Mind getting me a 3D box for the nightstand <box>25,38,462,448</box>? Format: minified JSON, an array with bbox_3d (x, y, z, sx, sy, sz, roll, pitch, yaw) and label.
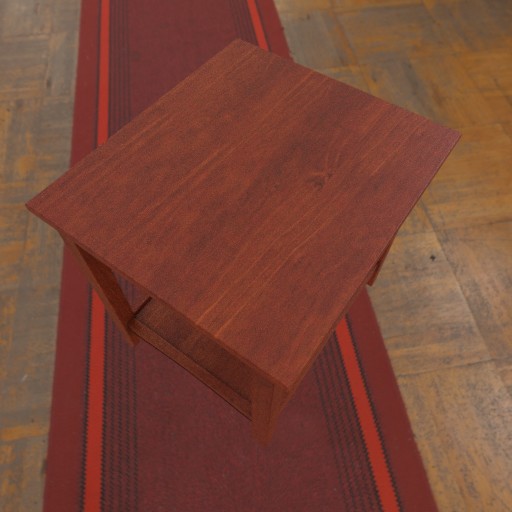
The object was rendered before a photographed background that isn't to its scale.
[{"bbox_3d":[0.000,0.000,0.977,0.501,0.558,0.558,31,63,18],"label":"nightstand"}]
